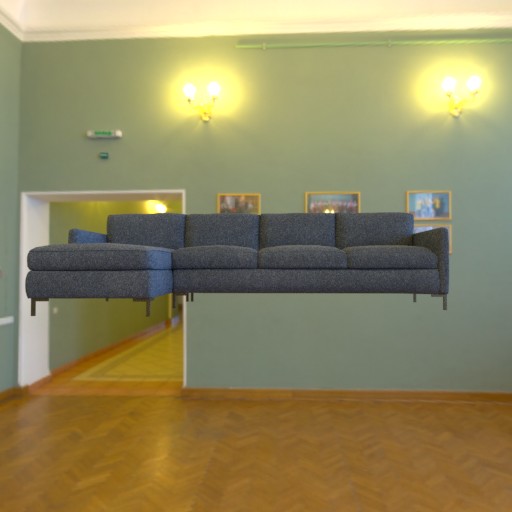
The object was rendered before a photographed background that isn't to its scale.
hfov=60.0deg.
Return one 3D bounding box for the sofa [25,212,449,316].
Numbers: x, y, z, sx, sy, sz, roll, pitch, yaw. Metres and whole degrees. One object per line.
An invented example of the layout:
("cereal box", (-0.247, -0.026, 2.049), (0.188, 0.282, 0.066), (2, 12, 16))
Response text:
("sofa", (0.000, 0.000, 3.446), (2.932, 0.810, 1.350), (0, -2, 2))
